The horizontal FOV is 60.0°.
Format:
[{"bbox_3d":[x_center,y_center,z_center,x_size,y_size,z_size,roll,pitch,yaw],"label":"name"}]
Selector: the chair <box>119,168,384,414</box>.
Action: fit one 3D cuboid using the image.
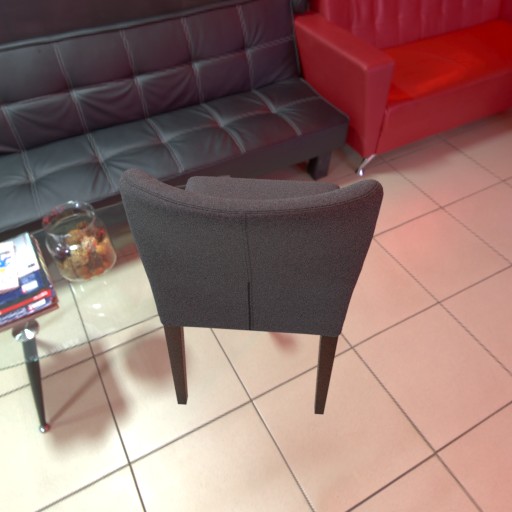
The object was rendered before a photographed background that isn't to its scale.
[{"bbox_3d":[0.000,0.000,1.193,0.491,0.839,0.592,3,48,3],"label":"chair"}]
